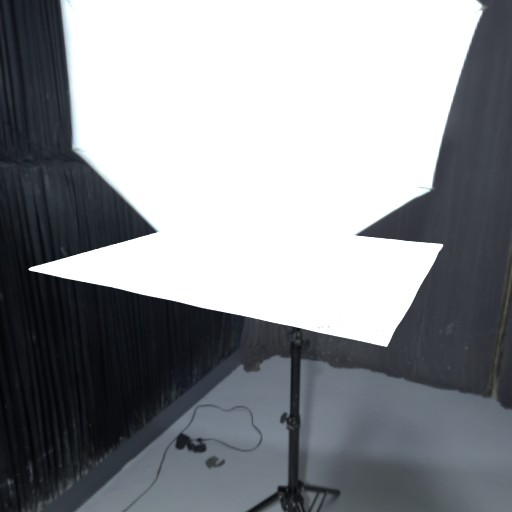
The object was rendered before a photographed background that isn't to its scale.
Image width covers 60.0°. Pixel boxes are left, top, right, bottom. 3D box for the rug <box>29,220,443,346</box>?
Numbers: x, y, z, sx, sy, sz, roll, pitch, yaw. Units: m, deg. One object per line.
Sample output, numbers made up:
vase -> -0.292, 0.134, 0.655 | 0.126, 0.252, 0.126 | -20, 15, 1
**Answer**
rug -> 0.000, 0.000, 0.886 | 0.639, 0.006, 0.548 | 8, 17, 27
